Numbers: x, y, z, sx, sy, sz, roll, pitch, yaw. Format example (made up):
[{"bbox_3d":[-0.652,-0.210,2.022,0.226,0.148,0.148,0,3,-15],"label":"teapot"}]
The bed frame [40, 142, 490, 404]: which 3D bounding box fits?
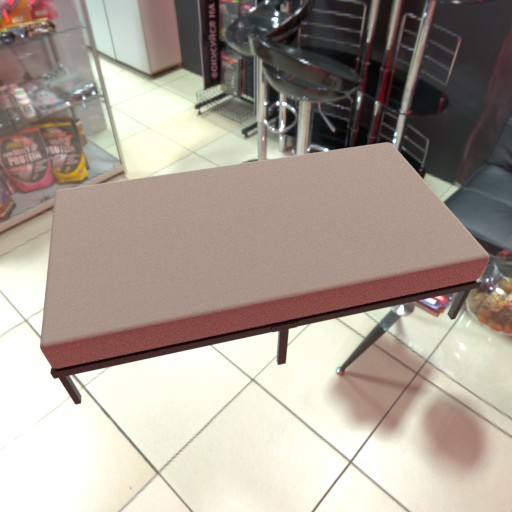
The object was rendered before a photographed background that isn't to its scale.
[{"bbox_3d":[0.000,0.000,3.148,2.635,0.680,1.393,-10,47,-10],"label":"bed frame"}]
